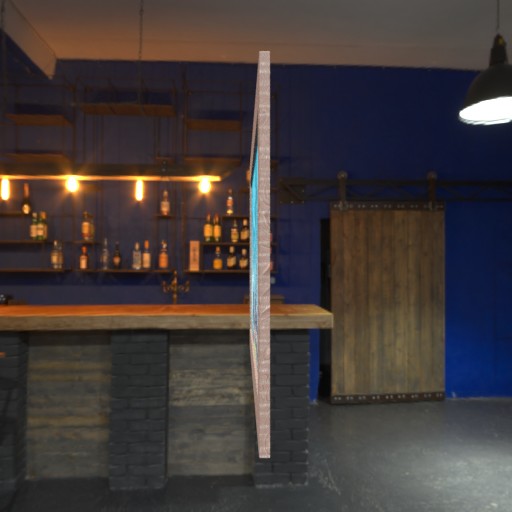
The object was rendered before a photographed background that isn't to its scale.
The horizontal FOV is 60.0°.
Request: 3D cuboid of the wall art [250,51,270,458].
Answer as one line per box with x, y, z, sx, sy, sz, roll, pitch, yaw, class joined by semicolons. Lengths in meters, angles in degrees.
0.000;0.000;1.354;0.020;0.761;1.056;0;0;-2;wall art
